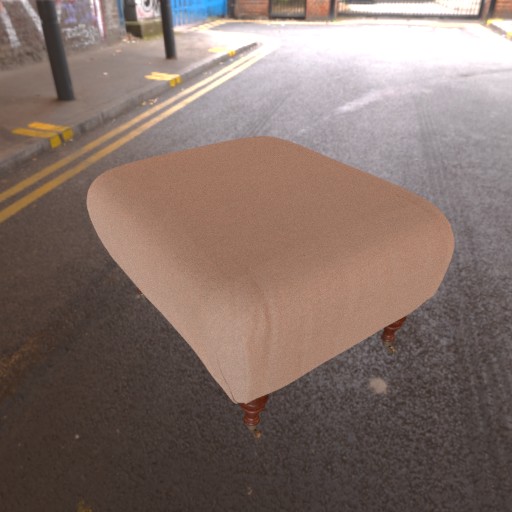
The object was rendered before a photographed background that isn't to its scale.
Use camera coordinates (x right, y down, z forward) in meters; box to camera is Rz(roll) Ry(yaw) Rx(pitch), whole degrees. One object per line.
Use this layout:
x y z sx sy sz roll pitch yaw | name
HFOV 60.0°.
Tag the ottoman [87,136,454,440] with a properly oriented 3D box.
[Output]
0.000 0.000 1.149 0.639 0.450 0.746 -21 38 -30 | ottoman
